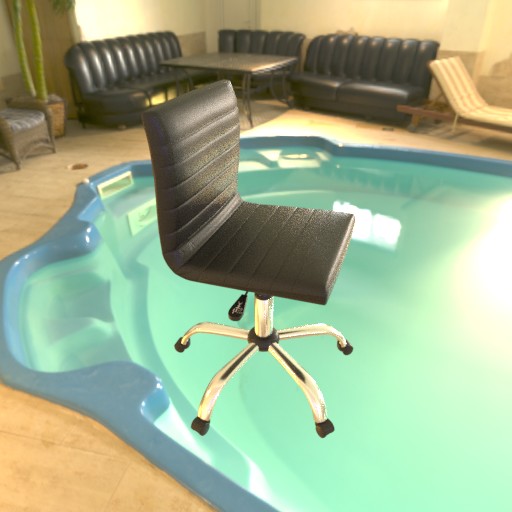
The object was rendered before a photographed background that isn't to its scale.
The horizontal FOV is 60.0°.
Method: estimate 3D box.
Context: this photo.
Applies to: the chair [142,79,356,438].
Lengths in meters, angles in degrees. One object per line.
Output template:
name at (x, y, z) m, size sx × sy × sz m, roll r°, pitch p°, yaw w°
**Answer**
chair at (0.000, 0.000, 1.127) m, size 0.530 × 0.780 × 0.556 m, roll 10°, pitch 32°, yaw 17°
